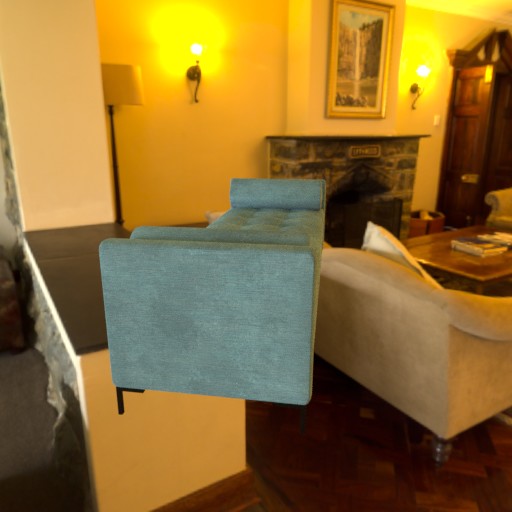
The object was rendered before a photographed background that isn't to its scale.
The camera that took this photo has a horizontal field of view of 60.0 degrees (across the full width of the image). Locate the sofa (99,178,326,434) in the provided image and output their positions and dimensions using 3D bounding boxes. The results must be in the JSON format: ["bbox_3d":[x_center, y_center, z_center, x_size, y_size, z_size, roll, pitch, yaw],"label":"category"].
[{"bbox_3d":[0.000,0.000,2.352,0.686,0.635,1.981,3,16,9],"label":"sofa"}]
